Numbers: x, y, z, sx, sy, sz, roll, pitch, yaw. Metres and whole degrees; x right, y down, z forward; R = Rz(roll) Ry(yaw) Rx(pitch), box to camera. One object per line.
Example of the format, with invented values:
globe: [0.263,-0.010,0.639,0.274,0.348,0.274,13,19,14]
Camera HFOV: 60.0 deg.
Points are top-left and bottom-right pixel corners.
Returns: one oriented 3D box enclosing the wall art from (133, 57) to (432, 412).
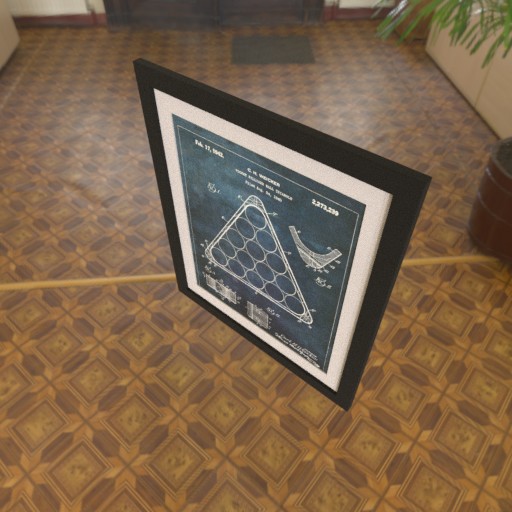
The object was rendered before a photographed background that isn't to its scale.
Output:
wall art: [0.000,0.000,0.505,0.311,0.361,0.010,31,54,26]
